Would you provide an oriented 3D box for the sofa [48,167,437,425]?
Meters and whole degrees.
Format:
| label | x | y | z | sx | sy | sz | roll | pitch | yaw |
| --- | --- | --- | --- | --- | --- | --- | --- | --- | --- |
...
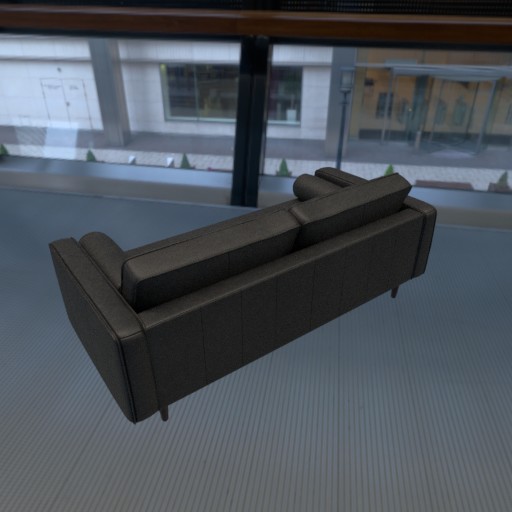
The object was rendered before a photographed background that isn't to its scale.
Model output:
| label | x | y | z | sx | sy | sz | roll | pitch | yaw |
| --- | --- | --- | --- | --- | --- | --- | --- | --- | --- |
| sofa | 0.000 | 0.000 | 2.386 | 1.879 | 0.770 | 0.921 | -20 | 36 | -31 |
